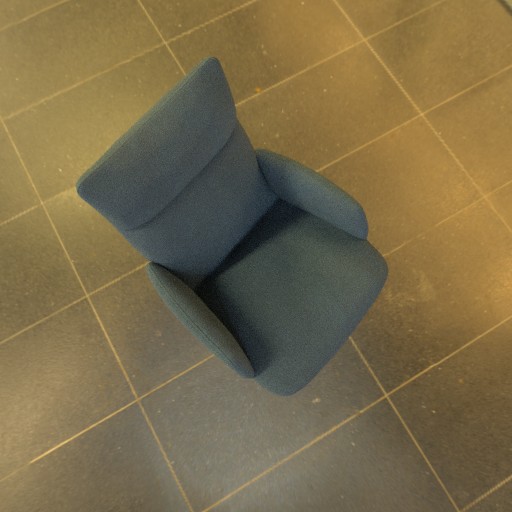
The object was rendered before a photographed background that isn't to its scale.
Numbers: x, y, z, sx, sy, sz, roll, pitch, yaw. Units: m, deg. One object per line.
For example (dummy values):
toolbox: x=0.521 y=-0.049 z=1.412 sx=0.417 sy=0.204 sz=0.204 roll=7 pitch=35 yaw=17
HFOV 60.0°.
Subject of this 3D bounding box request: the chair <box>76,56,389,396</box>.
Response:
chair: x=0.000 y=0.000 z=1.604 sx=0.889 sy=1.016 sz=0.711 roll=39 pitch=78 yaw=10
